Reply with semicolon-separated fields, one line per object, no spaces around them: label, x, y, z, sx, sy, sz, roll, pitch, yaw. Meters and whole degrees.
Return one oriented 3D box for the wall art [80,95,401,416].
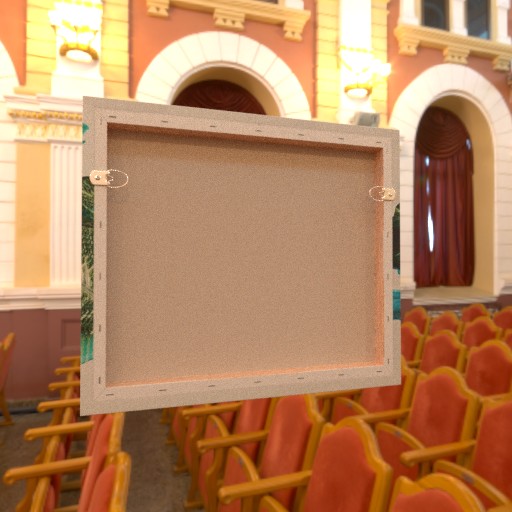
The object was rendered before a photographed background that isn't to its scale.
wall art;0.000;0.000;0.693;0.507;0.435;0.041;0;-1;-18
